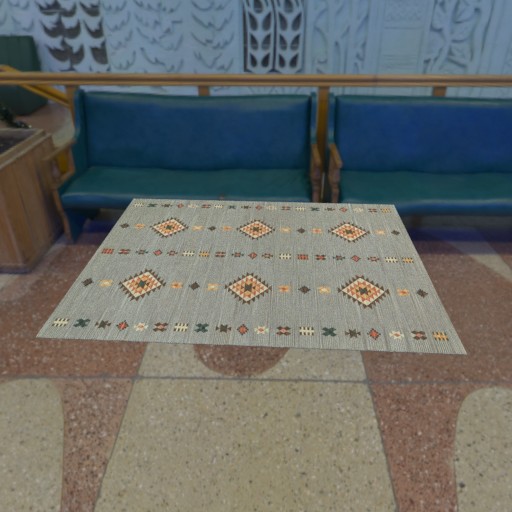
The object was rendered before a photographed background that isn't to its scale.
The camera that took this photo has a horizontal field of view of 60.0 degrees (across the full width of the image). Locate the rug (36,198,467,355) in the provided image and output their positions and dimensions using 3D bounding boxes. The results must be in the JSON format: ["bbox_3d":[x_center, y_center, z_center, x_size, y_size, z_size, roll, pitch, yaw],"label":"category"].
[{"bbox_3d":[0.000,0.000,4.139,3.035,0.008,2.425,2,32,3],"label":"rug"}]
